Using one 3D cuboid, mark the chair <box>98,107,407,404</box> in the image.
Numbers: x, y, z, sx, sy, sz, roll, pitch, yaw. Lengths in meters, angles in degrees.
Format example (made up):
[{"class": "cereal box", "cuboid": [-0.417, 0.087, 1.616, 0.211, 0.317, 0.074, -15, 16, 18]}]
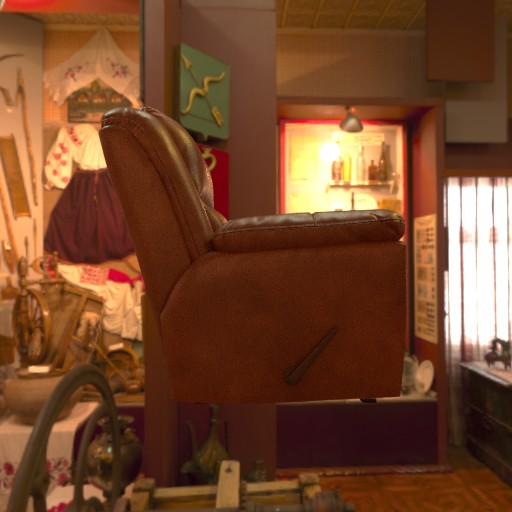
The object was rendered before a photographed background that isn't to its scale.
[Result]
[{"class": "chair", "cuboid": [0.000, 0.000, 1.862, 1.041, 1.093, 0.990, 0, -1, -1]}]
